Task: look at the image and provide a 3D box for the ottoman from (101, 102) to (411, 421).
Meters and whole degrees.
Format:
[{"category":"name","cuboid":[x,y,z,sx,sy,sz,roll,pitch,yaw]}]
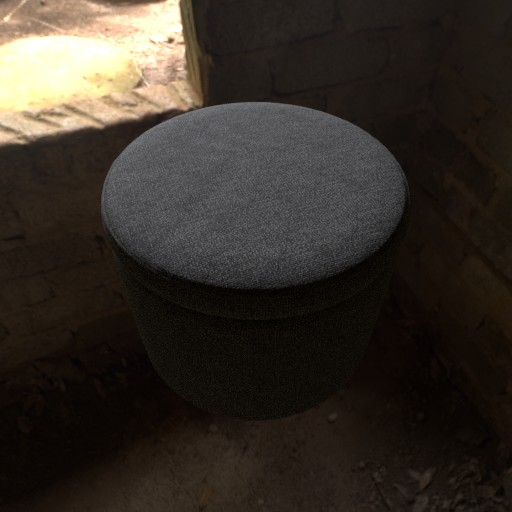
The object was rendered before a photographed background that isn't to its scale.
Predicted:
[{"category":"ottoman","cuboid":[0.000,0.000,0.890,0.520,0.430,0.520,0,47,0]}]
